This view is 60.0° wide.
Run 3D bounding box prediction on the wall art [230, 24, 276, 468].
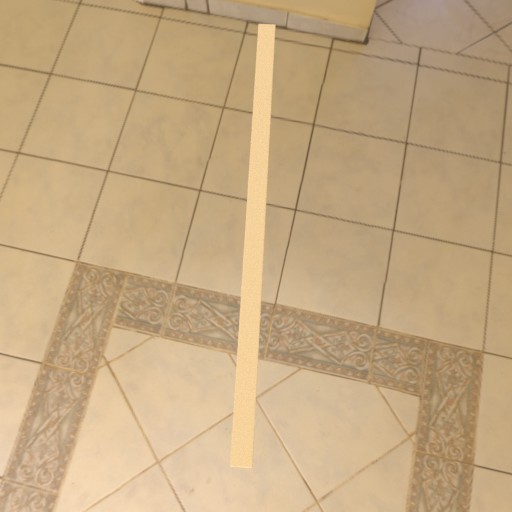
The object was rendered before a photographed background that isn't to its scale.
[{"bbox_3d":[0.000,0.000,1.167,0.038,0.609,0.914,3,74,1],"label":"wall art"}]
